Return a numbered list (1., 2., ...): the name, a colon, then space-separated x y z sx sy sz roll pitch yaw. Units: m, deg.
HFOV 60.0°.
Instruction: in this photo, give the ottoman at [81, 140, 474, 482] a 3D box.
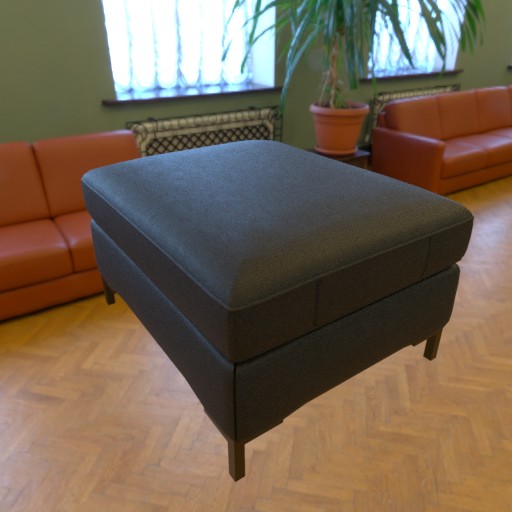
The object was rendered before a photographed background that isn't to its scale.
1. ottoman: 0.000 0.000 1.755 0.967 0.696 1.187 -18 33 -30
